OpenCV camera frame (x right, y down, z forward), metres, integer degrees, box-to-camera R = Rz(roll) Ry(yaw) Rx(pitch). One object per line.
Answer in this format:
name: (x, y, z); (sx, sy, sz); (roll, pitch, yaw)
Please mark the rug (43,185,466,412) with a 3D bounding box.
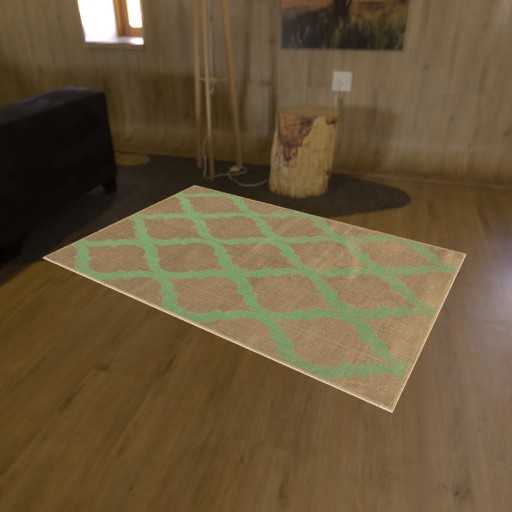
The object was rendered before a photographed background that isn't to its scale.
rug: (0.000, 0.000, 2.877); (2.286, 0.006, 1.524); (18, 35, 28)
